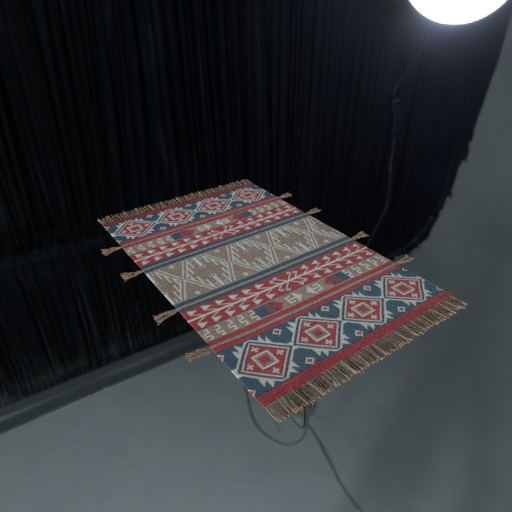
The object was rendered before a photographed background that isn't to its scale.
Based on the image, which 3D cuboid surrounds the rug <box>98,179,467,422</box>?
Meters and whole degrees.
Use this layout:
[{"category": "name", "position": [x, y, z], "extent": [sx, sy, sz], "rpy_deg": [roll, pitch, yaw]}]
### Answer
[{"category": "rug", "position": [0.000, 0.000, 2.637], "extent": [1.469, 0.040, 2.025], "rpy_deg": [-21, 38, -29]}]
